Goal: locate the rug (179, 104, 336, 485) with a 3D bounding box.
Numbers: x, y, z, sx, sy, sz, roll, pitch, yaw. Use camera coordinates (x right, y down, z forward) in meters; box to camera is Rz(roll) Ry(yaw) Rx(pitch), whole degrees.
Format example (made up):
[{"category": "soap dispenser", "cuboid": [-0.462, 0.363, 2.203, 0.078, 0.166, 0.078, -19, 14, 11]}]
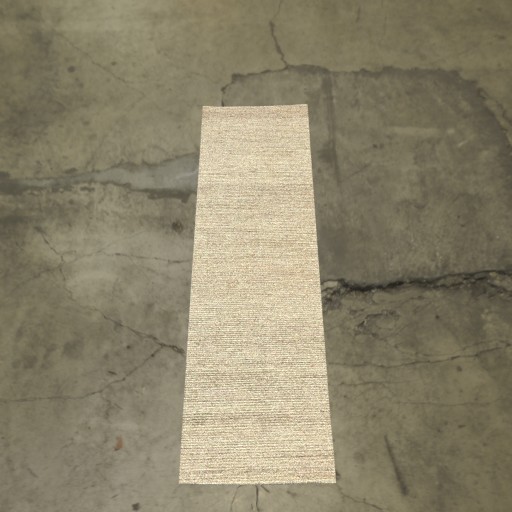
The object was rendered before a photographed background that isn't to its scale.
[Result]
[{"category": "rug", "cuboid": [0.000, 0.000, 2.602, 0.741, 0.014, 2.390, 0, 64, 0]}]
